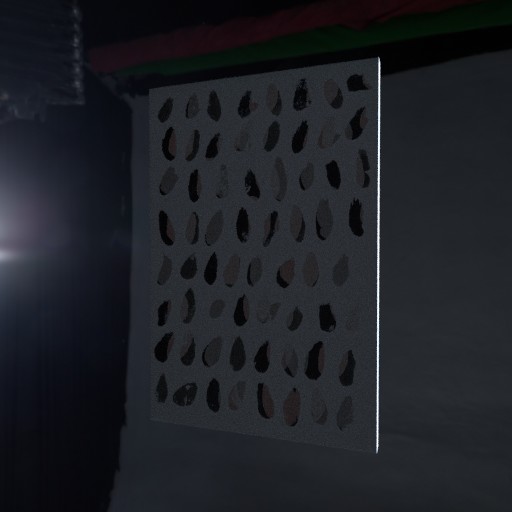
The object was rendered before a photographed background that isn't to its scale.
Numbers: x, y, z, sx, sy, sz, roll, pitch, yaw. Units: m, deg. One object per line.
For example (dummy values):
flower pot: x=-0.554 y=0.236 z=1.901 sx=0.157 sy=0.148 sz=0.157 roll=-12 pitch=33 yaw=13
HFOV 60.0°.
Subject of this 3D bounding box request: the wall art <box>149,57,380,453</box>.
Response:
wall art: x=0.000 y=0.000 z=0.757 sx=0.405 sy=0.608 sz=0.025 roll=0 pitch=1 yaw=19
